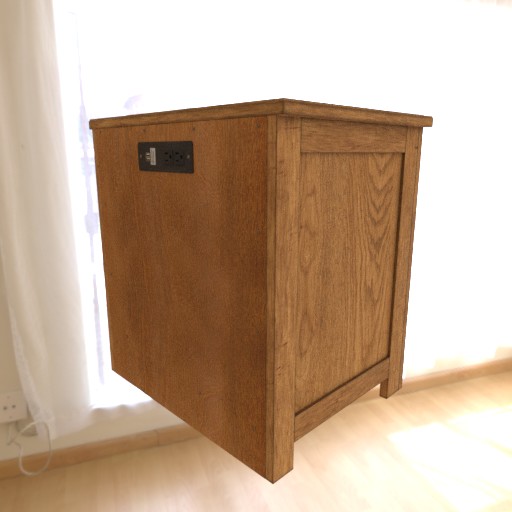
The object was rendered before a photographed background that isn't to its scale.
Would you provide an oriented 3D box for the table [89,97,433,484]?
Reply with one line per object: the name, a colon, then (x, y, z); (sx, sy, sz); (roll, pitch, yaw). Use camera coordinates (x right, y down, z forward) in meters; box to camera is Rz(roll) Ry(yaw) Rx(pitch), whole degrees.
table: (0.000, 0.000, 1.050); (0.494, 0.625, 0.601); (-13, 18, -43)
